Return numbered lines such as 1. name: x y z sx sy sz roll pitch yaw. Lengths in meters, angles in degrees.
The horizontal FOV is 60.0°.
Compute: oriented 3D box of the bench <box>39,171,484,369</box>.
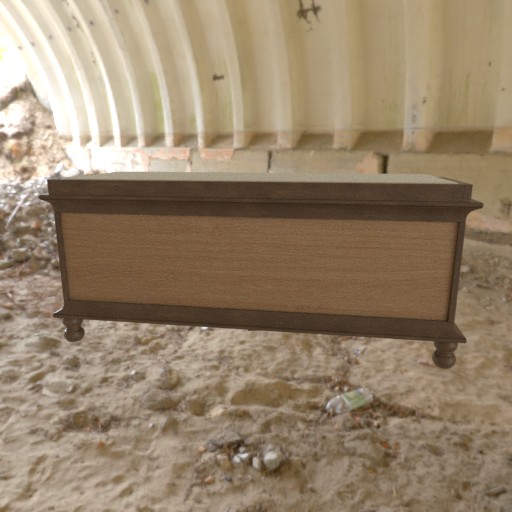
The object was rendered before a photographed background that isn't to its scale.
1. bench: 0.000 0.000 1.407 1.185 0.501 0.402 2 14 9
